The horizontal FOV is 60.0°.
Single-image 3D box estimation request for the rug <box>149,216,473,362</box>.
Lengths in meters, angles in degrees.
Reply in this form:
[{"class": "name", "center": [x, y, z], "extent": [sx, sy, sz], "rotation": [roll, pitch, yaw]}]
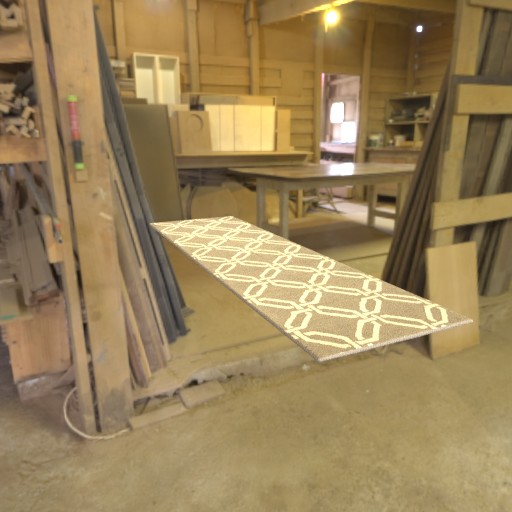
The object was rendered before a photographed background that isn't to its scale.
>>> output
[{"class": "rug", "center": [0.000, 0.000, 2.474], "extent": [0.678, 0.014, 2.276], "rotation": [-8, 17, -25]}]
